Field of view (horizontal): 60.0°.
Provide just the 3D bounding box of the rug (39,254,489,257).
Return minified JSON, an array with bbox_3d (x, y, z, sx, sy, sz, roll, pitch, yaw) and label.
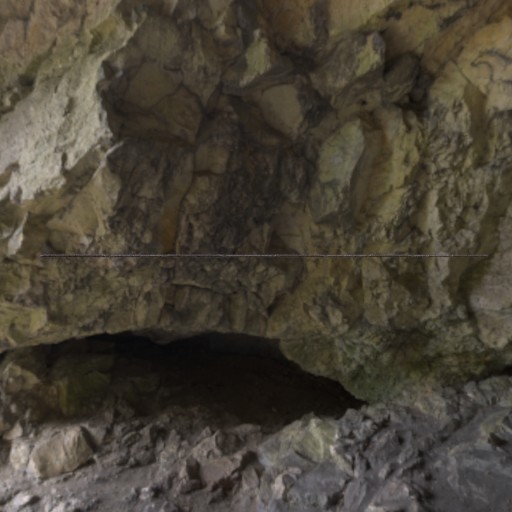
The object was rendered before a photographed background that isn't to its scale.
[{"bbox_3d":[0.000,0.000,3.027,2.457,0.012,1.541,0,0,-17],"label":"rug"}]
